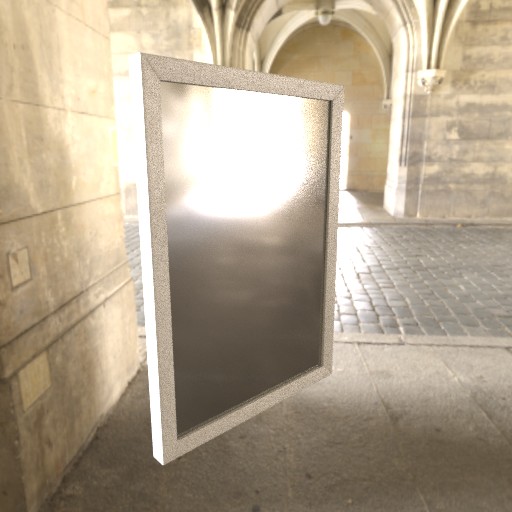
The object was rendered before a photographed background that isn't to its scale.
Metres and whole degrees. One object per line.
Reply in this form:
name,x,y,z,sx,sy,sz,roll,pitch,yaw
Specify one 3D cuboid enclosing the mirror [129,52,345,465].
mirror,0.000,0.000,0.922,0.507,0.710,0.040,-12,18,-42
